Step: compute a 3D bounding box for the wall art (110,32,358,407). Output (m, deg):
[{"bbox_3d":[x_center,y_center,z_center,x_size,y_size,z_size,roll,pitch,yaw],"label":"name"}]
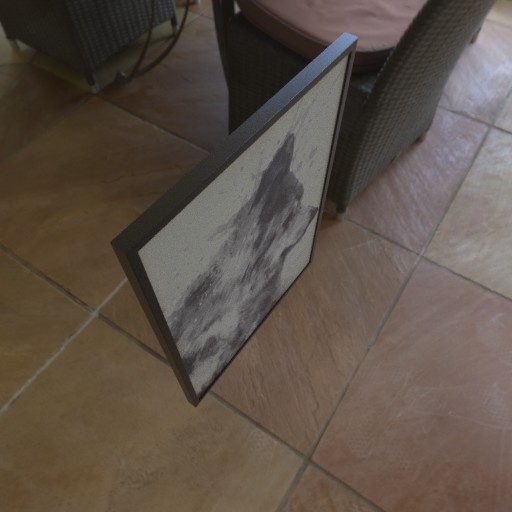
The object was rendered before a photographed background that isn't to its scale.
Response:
[{"bbox_3d":[0.000,0.000,1.388,0.039,1.061,0.804,32,63,19],"label":"wall art"}]
